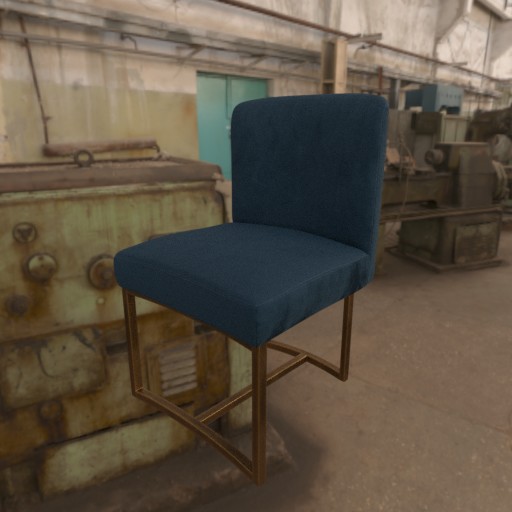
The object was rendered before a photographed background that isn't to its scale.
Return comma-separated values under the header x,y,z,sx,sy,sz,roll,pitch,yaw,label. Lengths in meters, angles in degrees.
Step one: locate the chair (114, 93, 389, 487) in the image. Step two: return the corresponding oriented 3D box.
x,y,z,sx,sy,sz,roll,pitch,yaw,label
0.000,0.000,1.174,0.530,0.824,0.560,15,22,41,chair
